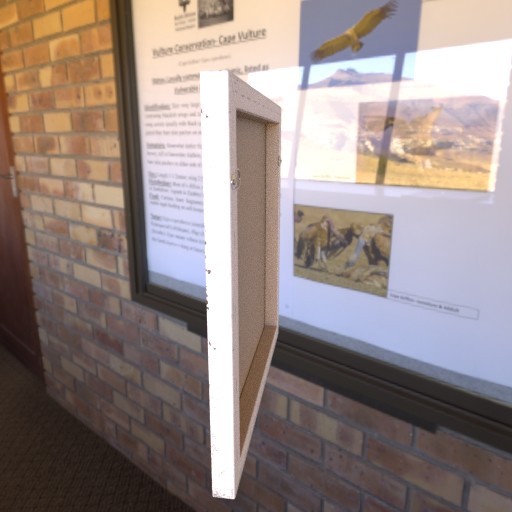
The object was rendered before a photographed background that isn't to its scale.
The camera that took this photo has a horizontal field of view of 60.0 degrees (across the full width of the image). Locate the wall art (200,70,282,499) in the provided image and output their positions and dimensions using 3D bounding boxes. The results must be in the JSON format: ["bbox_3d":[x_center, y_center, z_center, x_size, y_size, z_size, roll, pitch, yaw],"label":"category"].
[{"bbox_3d":[0.000,0.000,0.890,0.040,0.611,0.610,2,15,9],"label":"wall art"}]
